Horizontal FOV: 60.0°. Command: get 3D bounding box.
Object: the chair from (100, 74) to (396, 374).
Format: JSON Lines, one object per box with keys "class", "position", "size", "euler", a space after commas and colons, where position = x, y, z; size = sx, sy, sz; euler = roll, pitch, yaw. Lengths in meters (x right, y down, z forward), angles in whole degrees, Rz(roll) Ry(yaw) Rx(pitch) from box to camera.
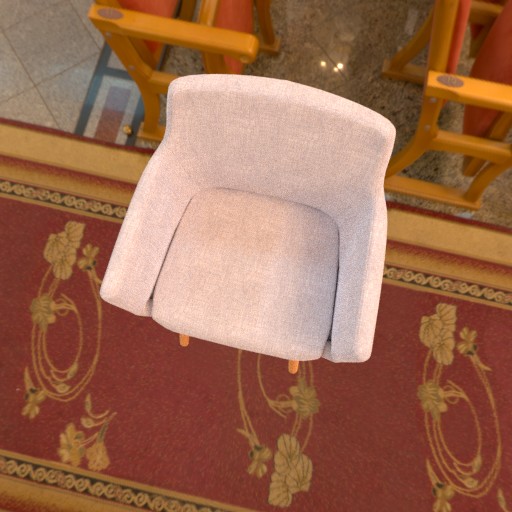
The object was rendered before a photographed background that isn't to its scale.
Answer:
{"class": "chair", "position": [0.000, 0.000, 1.181], "size": [0.570, 0.780, 0.540], "euler": [13, 76, 3]}
